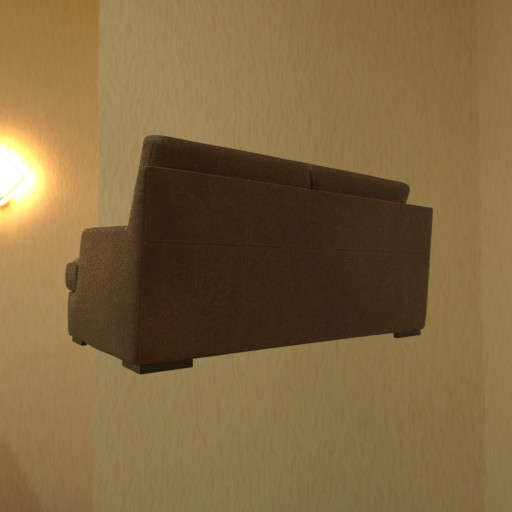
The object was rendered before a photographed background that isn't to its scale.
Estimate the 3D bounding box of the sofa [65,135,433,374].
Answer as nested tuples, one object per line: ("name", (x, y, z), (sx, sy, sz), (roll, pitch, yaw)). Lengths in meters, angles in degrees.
("sofa", (0.000, 0.000, 2.544), (1.880, 0.939, 1.143), (2, -3, -36))
